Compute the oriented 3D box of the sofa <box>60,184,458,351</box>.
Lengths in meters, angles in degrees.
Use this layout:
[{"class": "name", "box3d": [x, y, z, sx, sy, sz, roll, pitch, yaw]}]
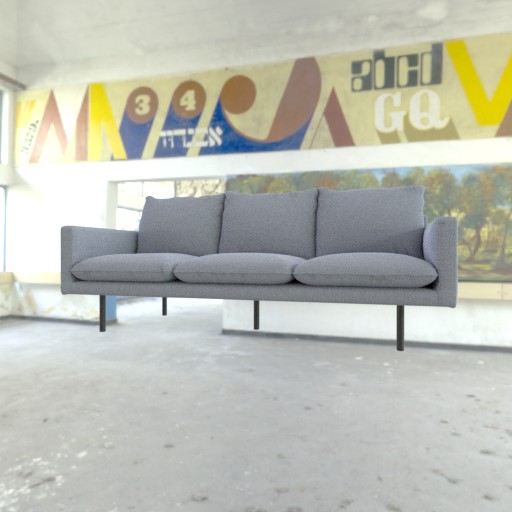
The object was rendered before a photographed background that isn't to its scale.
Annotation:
[{"class": "sofa", "box3d": [0.000, 0.000, 2.492, 2.000, 0.830, 0.850, 0, 0, 18]}]
